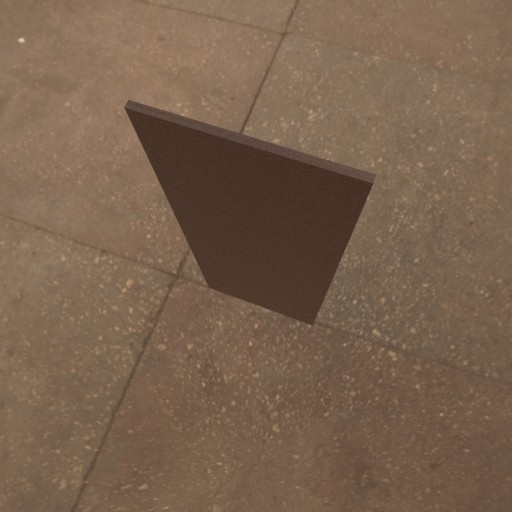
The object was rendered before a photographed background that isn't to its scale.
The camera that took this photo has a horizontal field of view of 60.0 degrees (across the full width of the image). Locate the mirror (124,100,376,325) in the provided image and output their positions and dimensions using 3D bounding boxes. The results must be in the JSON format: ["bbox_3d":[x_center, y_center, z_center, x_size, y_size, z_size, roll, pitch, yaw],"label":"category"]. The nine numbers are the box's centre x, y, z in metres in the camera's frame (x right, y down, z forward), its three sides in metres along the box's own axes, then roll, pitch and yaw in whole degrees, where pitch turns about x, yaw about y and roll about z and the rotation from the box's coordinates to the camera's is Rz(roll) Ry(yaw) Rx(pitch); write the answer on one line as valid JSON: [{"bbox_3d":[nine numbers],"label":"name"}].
[{"bbox_3d":[0.000,0.000,2.298,0.812,2.020,0.221,19,66,9],"label":"mirror"}]
